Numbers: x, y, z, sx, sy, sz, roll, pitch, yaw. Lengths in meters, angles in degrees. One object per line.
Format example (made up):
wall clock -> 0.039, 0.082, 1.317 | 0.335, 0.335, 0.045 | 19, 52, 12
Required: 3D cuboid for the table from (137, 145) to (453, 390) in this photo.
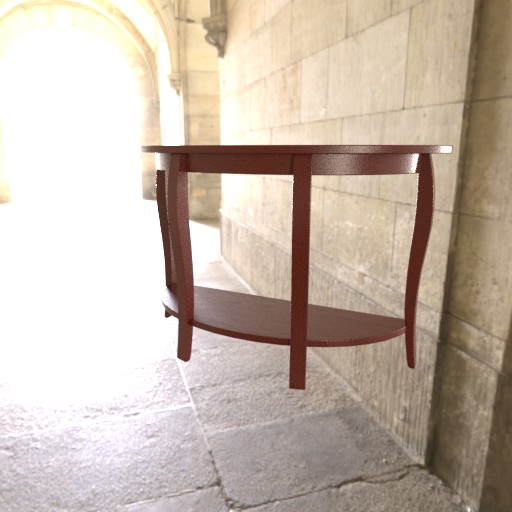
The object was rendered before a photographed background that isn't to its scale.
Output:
table -> 0.000, 0.000, 1.611 | 1.219, 0.779, 0.405 | 7, 15, 26
